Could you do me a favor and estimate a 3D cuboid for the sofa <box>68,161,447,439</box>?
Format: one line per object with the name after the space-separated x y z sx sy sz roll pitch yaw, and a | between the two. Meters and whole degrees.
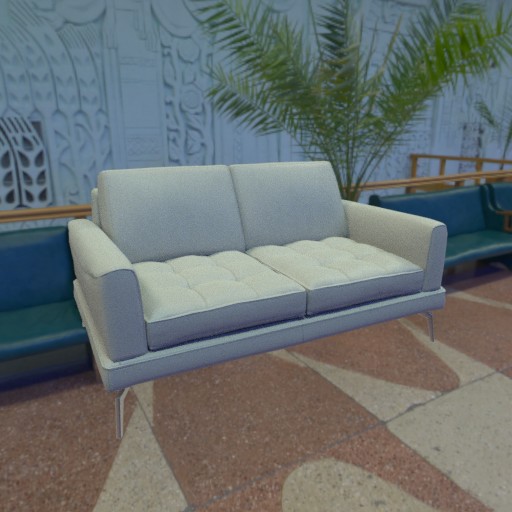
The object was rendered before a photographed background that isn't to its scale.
0.000 0.000 2.412 1.819 0.930 1.121 -8 18 -26 | sofa
